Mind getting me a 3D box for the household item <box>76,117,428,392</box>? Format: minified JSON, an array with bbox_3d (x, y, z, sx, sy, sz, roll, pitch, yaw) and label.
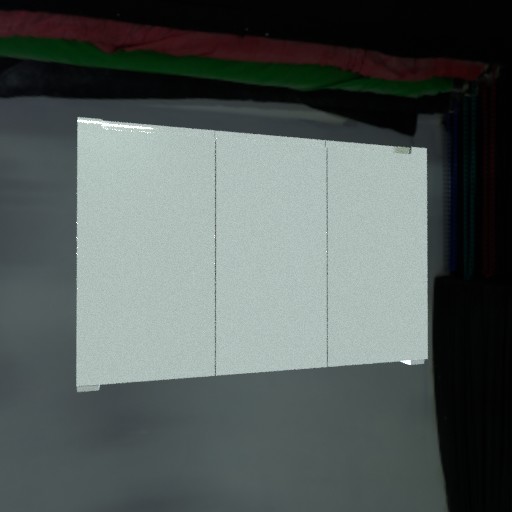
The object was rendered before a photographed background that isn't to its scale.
[{"bbox_3d":[0.000,0.000,1.776,1.300,0.867,0.420,0,-1,-17],"label":"household item"}]
